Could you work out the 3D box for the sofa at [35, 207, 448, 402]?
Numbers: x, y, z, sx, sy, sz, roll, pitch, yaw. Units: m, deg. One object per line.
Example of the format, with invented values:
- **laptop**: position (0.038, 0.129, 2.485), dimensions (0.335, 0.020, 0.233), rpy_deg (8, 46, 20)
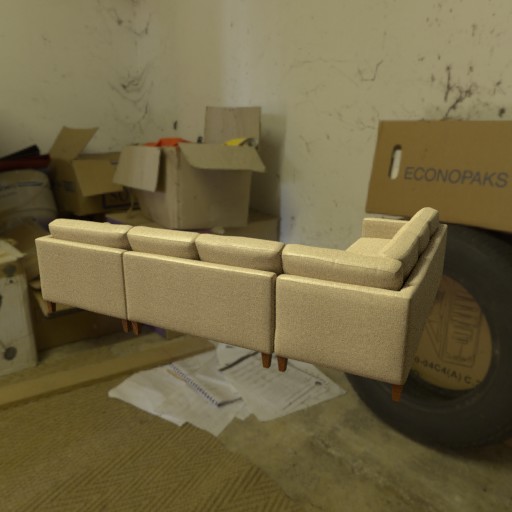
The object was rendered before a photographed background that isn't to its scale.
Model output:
- **sofa**: position (0.000, 0.000, 4.597), dimensions (3.460, 0.961, 2.594), rpy_deg (8, 17, 26)
